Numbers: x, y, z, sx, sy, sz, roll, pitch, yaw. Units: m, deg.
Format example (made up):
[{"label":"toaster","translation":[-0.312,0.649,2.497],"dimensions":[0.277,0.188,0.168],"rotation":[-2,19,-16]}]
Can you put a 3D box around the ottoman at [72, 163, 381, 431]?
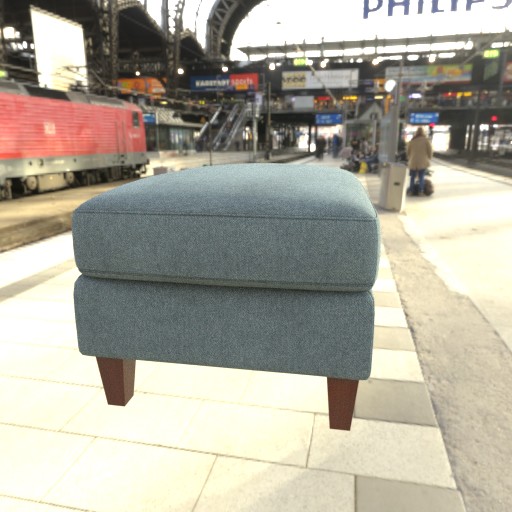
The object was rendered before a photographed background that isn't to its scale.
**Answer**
[{"label":"ottoman","translation":[0.000,0.000,1.210],"dimensions":[0.584,0.483,0.864],"rotation":[3,15,10]}]
